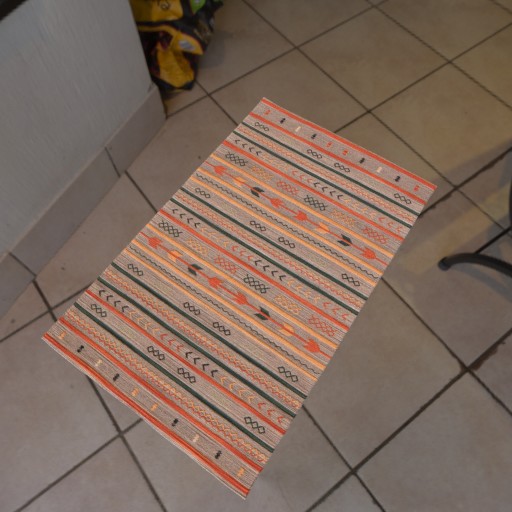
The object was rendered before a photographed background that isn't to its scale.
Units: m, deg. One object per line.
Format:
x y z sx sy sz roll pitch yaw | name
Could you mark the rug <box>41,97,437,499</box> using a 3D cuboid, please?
0.000 0.000 2.977 1.537 0.029 2.439 32 68 15 | rug
